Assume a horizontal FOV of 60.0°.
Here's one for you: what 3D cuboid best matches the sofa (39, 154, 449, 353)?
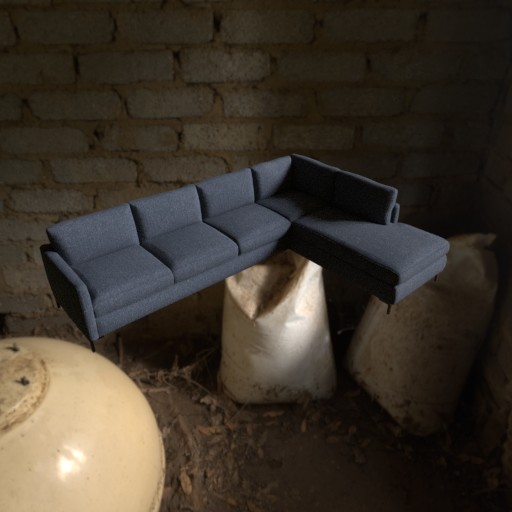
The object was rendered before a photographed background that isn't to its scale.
[{"bbox_3d":[0.000,0.000,3.813,2.949,0.815,2.007,-24,39,-34],"label":"sofa"}]
